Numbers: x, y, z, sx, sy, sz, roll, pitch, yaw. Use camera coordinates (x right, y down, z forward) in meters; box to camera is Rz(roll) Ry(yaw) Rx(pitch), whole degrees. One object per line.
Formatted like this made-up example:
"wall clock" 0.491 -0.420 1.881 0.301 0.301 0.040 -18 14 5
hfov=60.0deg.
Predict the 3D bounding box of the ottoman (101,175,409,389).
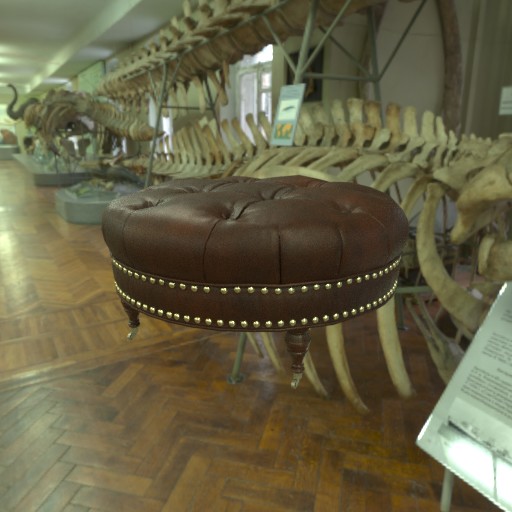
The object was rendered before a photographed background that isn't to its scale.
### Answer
"ottoman" 0.000 0.000 1.378 0.901 0.455 0.901 0 16 0
